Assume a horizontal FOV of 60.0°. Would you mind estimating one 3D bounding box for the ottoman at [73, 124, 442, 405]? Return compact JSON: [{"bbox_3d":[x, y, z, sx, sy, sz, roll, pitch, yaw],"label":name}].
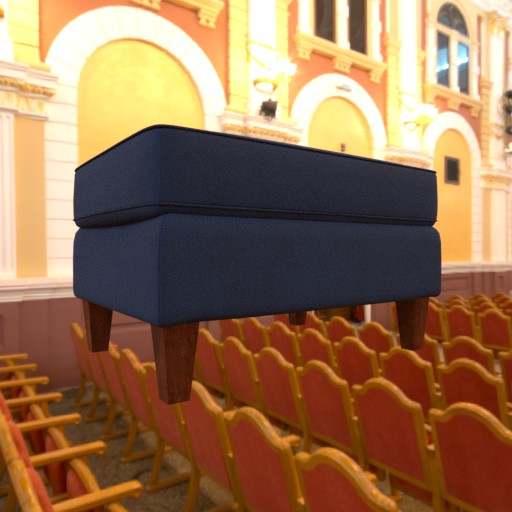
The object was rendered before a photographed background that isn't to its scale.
[{"bbox_3d":[0.000,0.000,1.377,0.965,0.584,0.686,-1,1,-35],"label":"ottoman"}]
